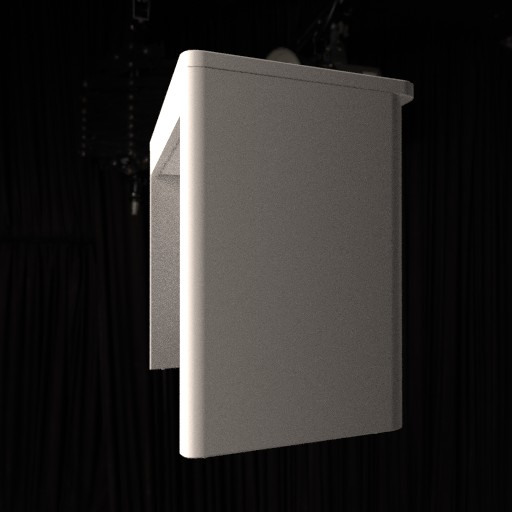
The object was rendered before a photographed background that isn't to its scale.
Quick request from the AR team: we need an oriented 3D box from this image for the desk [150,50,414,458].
[{"bbox_3d":[0.000,0.000,1.300,0.549,0.800,0.762,0,0,-18],"label":"desk"}]
